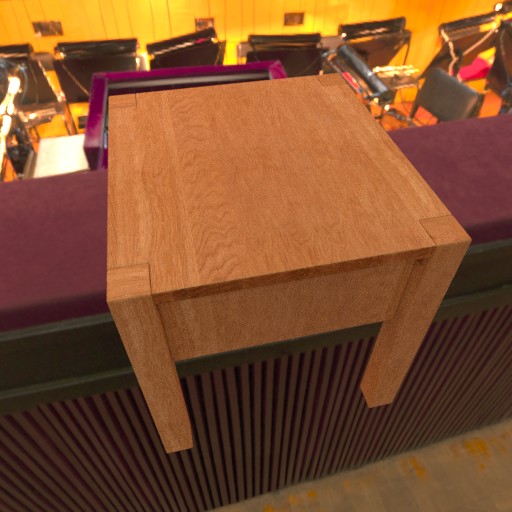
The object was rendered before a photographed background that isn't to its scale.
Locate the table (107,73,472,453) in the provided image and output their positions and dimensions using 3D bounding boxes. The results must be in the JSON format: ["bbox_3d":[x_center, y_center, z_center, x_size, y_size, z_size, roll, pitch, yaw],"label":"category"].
[{"bbox_3d":[0.000,0.000,0.836,0.440,0.450,0.480,-9,47,-9],"label":"table"}]
